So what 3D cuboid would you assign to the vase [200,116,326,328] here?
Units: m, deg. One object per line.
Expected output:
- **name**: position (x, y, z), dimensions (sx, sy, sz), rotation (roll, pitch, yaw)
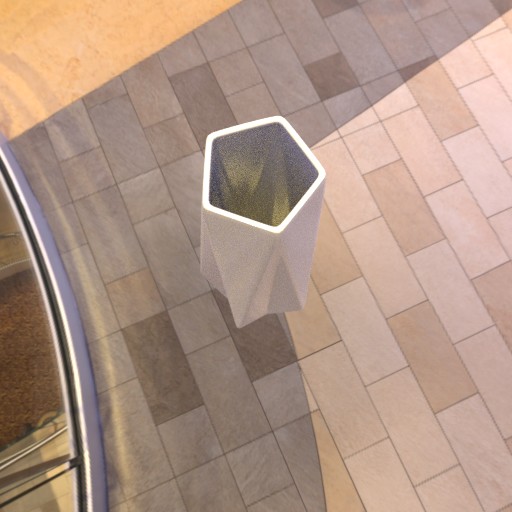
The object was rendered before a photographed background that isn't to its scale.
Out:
- **vase**: position (0.000, 0.000, 0.393), dimensions (0.122, 0.329, 0.116), rotation (19, 77, 5)
